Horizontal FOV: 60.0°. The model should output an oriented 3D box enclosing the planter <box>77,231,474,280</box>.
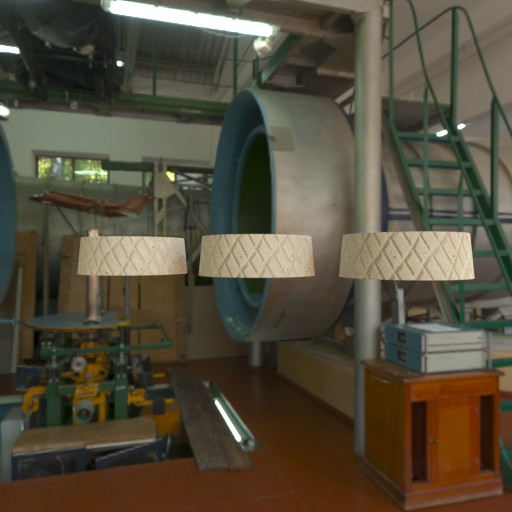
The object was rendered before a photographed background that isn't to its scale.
[{"bbox_3d":[0.000,0.000,0.437,0.390,0.038,0.114,0,0,17],"label":"planter"}]
